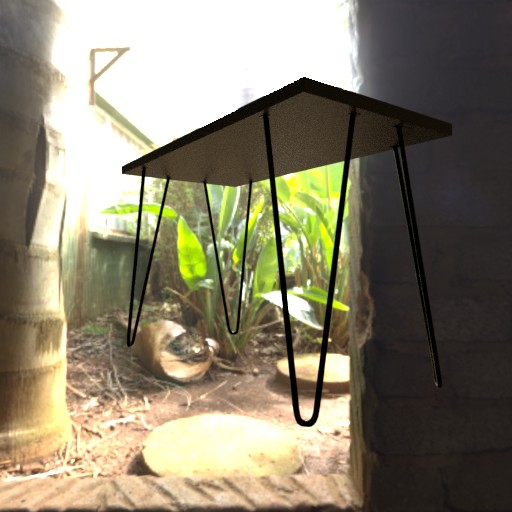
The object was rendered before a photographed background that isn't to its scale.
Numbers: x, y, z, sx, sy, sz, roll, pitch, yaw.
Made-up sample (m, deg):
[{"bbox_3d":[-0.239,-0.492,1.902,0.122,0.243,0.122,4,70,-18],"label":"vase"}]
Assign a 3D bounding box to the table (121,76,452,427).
[{"bbox_3d":[0.000,0.000,1.365,0.499,0.660,0.991,0,0,-36],"label":"table"}]
